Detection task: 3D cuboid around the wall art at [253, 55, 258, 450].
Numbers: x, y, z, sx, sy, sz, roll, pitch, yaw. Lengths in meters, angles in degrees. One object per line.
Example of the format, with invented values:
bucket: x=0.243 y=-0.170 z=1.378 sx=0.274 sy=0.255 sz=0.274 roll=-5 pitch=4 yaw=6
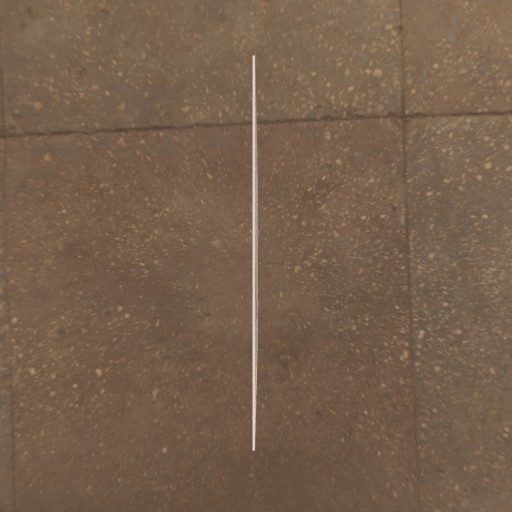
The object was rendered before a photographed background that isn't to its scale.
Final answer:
wall art: x=0.000 y=0.000 z=0.818 sx=0.003 sy=0.610 sz=0.457 roll=0 pitch=89 yaw=0
